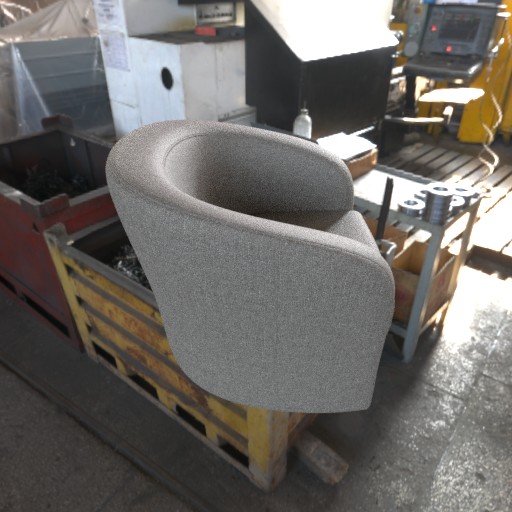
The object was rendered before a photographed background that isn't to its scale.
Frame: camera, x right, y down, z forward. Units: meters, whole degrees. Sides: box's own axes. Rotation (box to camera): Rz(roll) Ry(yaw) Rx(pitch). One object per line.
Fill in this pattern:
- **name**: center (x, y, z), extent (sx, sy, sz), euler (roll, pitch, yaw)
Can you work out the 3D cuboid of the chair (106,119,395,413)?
- **chair**: center (0.000, 0.000, 1.454), extent (0.815, 0.771, 0.791), euler (1, 33, 1)
